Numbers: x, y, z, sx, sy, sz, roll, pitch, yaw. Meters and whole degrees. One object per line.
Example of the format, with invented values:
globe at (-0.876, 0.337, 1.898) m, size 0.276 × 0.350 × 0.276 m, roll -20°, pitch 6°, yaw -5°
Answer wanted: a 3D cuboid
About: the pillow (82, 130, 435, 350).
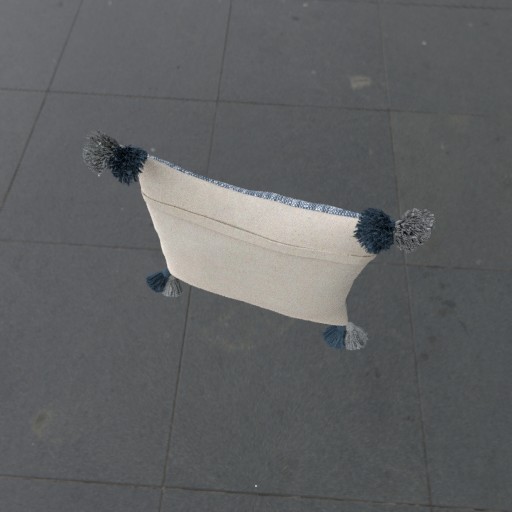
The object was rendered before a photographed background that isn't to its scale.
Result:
pillow at (0.000, 0.000, 0.942) m, size 0.614 × 0.634 × 0.138 m, roll 17°, pitch 64°, yaw 8°
